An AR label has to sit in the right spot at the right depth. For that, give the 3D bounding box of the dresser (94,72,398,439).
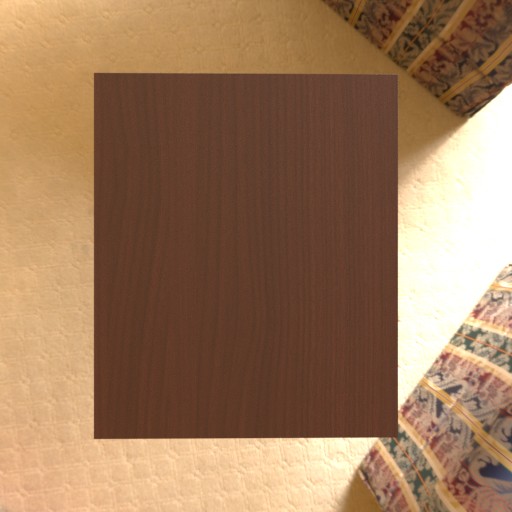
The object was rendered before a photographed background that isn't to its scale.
[{"bbox_3d":[0.000,0.000,0.721,0.360,0.470,0.400,0,90,-1],"label":"dresser"}]
